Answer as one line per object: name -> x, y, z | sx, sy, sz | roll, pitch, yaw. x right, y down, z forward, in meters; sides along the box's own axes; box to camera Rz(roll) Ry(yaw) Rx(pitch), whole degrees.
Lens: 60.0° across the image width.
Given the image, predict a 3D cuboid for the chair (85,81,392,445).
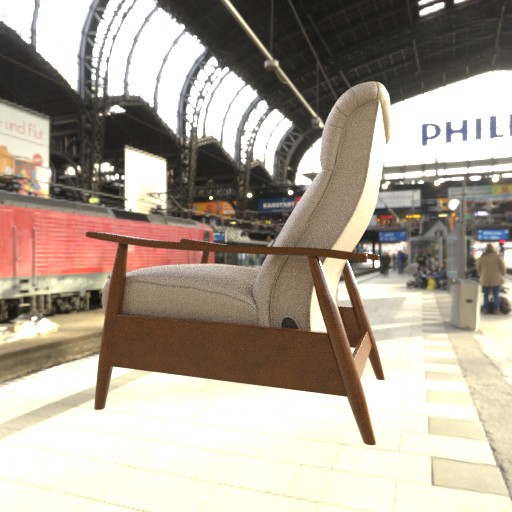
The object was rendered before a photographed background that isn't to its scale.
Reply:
chair -> 0.000, 0.000, 1.761 | 1.030, 1.082, 0.762 | 0, 0, 18
